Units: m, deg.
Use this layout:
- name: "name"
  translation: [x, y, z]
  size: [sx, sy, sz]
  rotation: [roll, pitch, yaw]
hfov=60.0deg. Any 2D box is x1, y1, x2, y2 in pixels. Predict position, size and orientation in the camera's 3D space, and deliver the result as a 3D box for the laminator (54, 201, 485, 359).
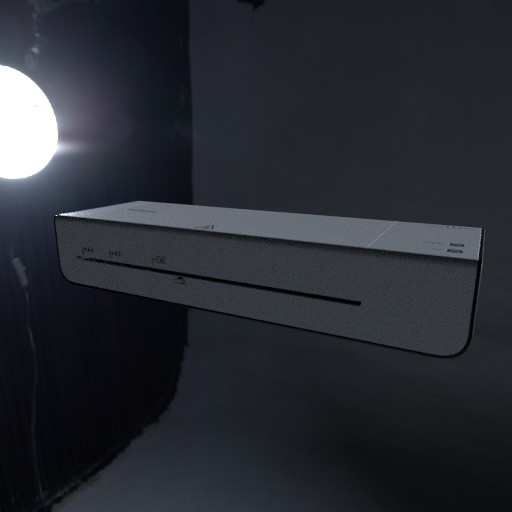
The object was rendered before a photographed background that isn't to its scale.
- name: "laminator"
  translation: [0.000, 0.000, 0.377]
  size: [0.340, 0.062, 0.123]
  rotation: [7, 16, 26]
